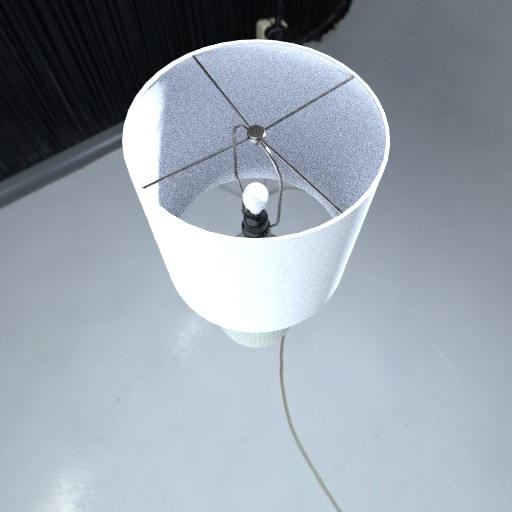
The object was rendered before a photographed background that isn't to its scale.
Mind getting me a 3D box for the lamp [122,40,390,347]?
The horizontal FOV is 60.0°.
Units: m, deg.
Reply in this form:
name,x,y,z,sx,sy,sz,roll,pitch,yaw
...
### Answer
name,x,y,z,sx,sy,sz,roll,pitch,yaw
lamp,0.000,0.000,0.562,0.217,0.453,0.217,-32,67,-16
